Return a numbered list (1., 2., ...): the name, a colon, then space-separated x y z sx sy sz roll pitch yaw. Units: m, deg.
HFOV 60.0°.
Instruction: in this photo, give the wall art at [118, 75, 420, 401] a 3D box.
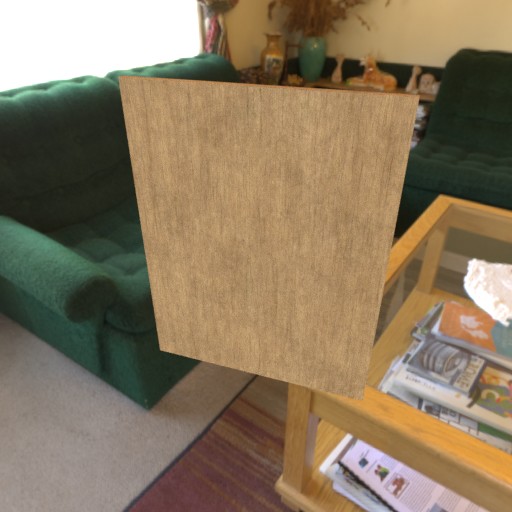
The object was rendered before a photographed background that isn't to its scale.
1. wall art: 0.000 0.000 0.938 0.534 0.686 0.018 10 33 16
